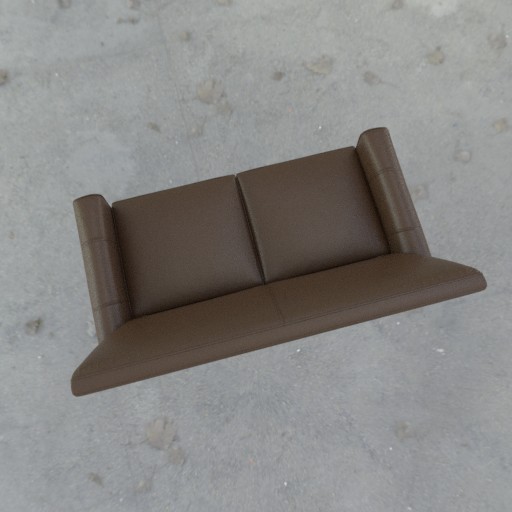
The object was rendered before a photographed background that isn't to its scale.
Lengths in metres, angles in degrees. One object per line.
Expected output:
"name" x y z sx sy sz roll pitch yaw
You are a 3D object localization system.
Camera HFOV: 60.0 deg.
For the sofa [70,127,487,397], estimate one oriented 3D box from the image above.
"sofa" 0.000 0.000 2.020 1.468 0.859 0.853 -14 76 -4
